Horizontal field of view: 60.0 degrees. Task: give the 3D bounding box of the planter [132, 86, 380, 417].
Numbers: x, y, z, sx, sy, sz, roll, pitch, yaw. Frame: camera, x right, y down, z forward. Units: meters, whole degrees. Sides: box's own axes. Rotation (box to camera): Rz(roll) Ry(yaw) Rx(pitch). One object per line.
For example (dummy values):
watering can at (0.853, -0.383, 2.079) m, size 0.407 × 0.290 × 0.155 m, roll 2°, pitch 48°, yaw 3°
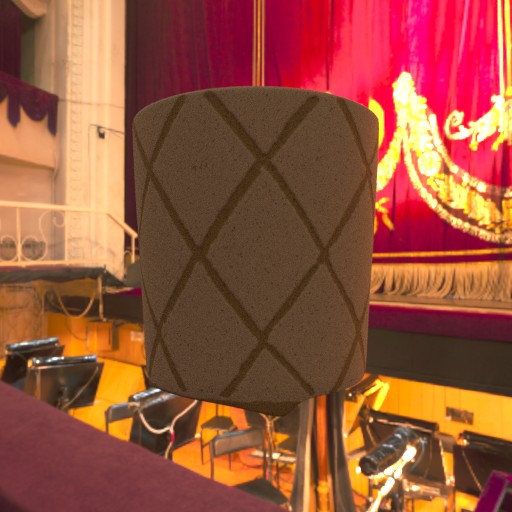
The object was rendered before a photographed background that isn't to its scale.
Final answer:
planter at (0.000, 0.000, 0.354) m, size 0.191 × 0.199 × 0.191 m, roll 0°, pitch 0°, yaw 0°
